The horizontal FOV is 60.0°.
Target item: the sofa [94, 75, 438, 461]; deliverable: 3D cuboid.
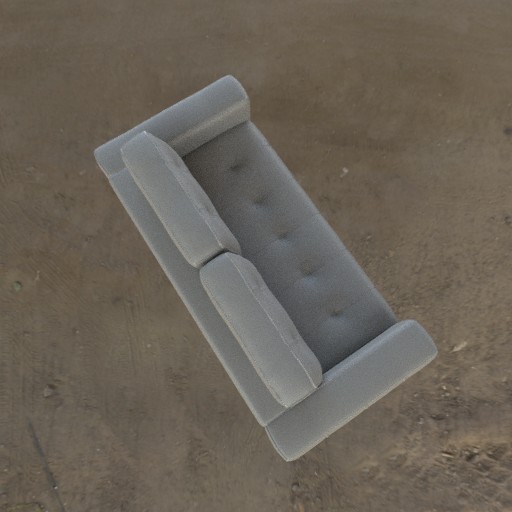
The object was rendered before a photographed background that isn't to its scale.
[{"bbox_3d":[0.000,0.000,2.224,0.833,0.892,1.726,-33,77,-8],"label":"sofa"}]
